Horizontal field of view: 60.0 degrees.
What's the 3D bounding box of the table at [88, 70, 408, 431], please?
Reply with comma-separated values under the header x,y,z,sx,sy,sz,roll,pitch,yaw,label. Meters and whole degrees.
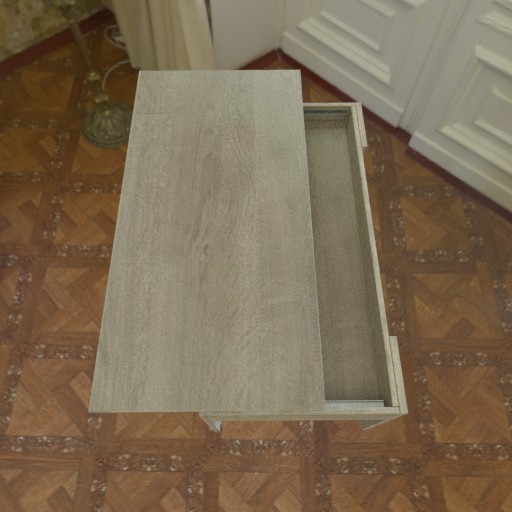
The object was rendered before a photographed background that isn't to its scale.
x,y,z,sx,sy,sz,roll,pitch,yaw,label
0.000,0.000,1.403,0.711,0.570,1.000,0,64,0,table
